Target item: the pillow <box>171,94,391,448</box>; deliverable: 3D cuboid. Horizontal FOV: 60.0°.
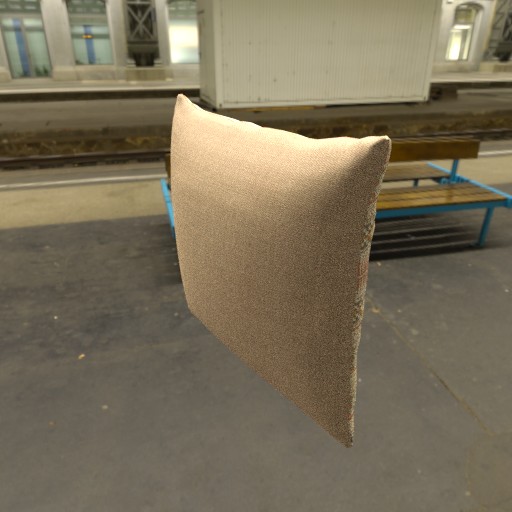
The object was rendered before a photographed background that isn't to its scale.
[{"bbox_3d":[0.000,0.000,0.812,0.215,0.519,0.521,-18,31,-33],"label":"pillow"}]
